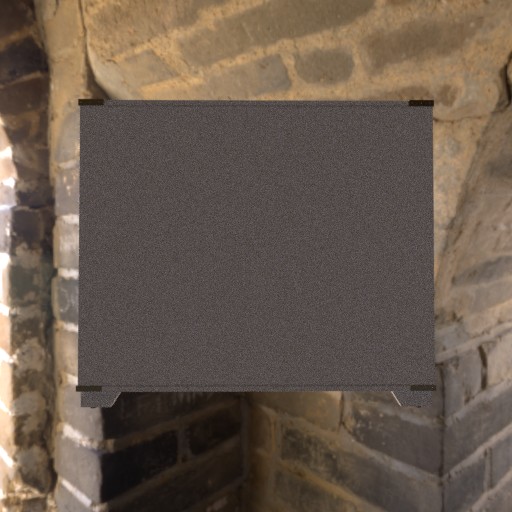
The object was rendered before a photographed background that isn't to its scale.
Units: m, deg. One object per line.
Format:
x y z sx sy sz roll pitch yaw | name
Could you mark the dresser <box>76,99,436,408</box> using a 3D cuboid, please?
0.000 0.000 1.494 1.022 0.891 0.460 0 -1 0 | dresser
